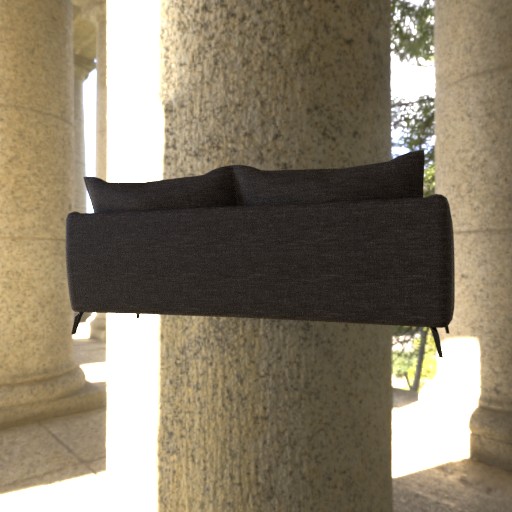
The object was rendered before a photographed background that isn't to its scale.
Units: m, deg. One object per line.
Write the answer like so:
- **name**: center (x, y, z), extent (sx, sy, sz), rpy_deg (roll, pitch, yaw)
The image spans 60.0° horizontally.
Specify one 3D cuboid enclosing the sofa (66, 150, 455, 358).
- **sofa**: center (0.000, 0.000, 2.414), extent (2.019, 0.843, 0.807), rpy_deg (0, -1, 19)
